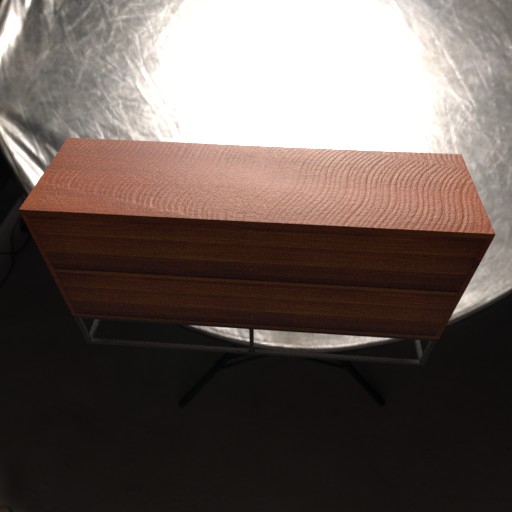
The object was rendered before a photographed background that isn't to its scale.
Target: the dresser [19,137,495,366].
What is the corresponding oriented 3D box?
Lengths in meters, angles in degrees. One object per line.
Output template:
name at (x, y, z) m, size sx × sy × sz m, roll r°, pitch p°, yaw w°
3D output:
dresser at (0.000, 0.000, 1.875) m, size 1.536 × 0.810 × 0.464 m, roll 3°, pitch 47°, yaw 3°
